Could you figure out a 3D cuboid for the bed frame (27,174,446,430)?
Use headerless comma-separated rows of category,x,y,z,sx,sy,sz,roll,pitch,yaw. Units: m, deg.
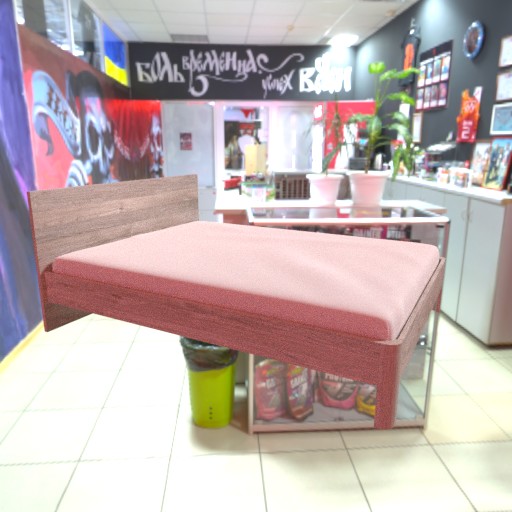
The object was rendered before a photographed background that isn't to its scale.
bed frame,0.000,0.000,2.623,1.950,0.800,1.490,8,16,28
